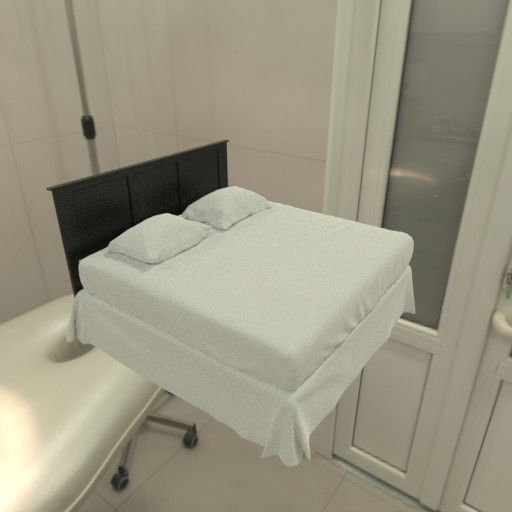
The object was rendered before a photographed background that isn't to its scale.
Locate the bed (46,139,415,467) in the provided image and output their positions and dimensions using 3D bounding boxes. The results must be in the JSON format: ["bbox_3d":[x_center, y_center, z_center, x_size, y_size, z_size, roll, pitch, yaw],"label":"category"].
[{"bbox_3d":[0.000,0.000,3.604,2.219,1.271,2.315,18,32,32],"label":"bed"}]
